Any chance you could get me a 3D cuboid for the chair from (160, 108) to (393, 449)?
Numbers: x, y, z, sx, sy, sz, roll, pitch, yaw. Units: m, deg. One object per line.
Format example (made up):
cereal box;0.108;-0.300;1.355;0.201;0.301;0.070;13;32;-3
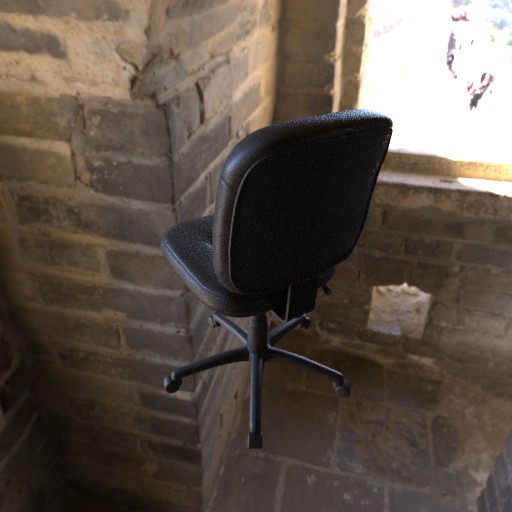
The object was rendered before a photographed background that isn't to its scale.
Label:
chair;0.000;0.000;1.375;0.647;0.959;0.646;-19;36;-29
